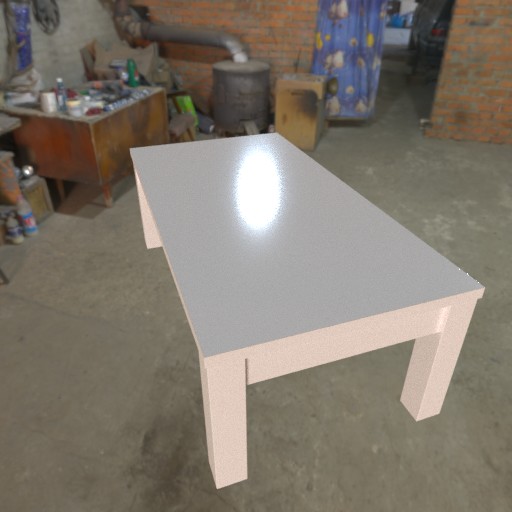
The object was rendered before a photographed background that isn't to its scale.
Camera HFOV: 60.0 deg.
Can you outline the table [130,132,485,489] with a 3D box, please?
[{"bbox_3d":[0.000,0.000,1.638,0.700,0.470,1.350,-11,34,-17],"label":"table"}]
